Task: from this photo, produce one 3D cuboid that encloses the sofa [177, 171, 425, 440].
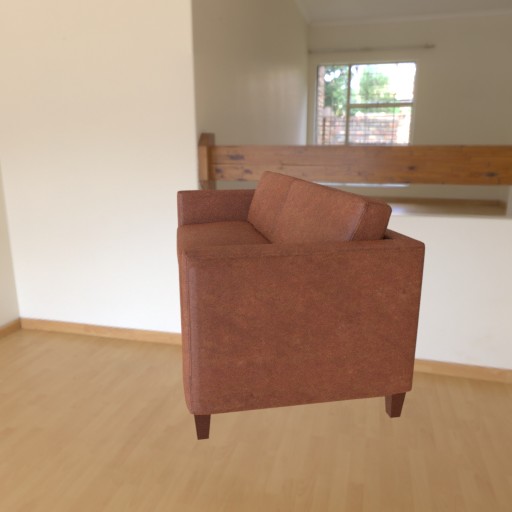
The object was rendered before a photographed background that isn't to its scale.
[{"bbox_3d":[0.000,0.000,2.704,0.950,0.932,2.204,-3,14,-10],"label":"sofa"}]
